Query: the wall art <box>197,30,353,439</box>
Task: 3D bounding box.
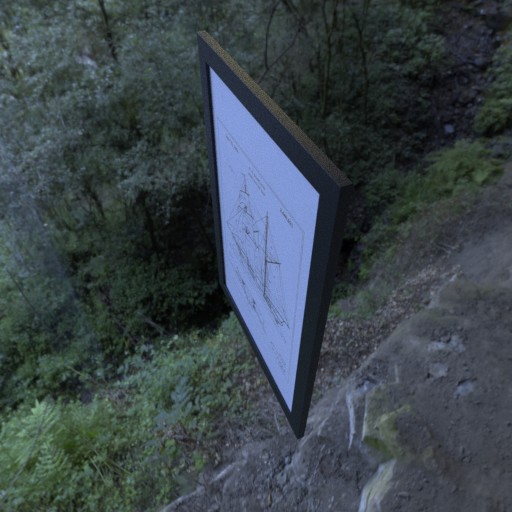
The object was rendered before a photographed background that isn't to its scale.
[{"bbox_3d":[0.000,0.000,0.683,0.013,0.534,0.381,-17,49,-16],"label":"wall art"}]
